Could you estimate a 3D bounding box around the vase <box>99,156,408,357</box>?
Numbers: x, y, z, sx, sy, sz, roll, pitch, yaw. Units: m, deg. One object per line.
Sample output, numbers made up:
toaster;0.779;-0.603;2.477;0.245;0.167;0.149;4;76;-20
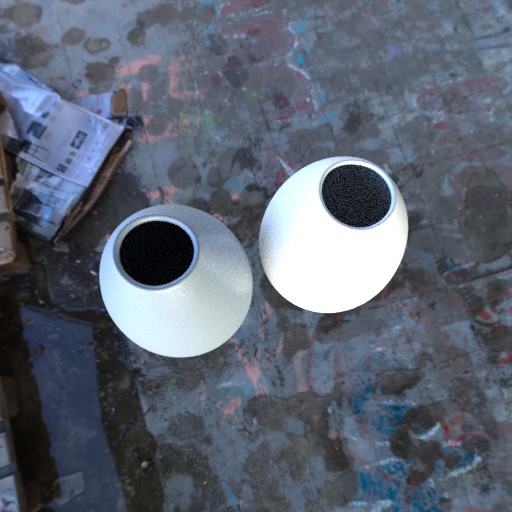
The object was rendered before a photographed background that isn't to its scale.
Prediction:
vase;0.000;0.000;0.265;0.187;0.131;0.089;-16;76;-4
